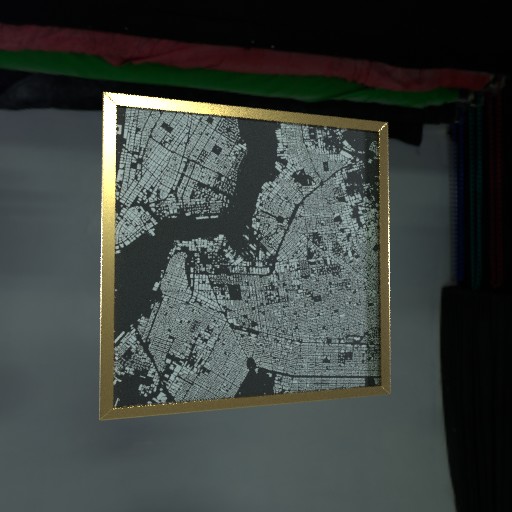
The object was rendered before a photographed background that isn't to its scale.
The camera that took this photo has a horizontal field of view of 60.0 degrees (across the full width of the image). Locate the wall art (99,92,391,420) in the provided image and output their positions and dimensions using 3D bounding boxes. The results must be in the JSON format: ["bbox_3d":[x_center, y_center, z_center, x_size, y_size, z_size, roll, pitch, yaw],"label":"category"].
[{"bbox_3d":[0.000,0.000,0.465,0.305,0.305,0.023,1,-2,-16],"label":"wall art"}]
